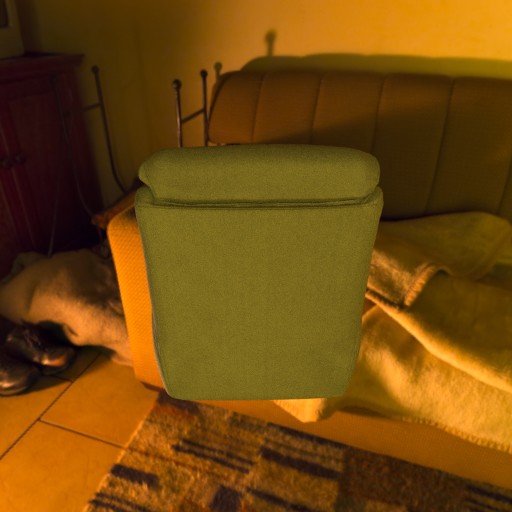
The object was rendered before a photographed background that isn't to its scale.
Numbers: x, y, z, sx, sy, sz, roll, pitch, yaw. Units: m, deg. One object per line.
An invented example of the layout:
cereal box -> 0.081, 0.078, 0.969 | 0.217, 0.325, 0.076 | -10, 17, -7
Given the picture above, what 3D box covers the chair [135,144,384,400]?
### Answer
chair -> 0.000, 0.000, 1.675 | 0.794, 1.016, 0.940 | -1, 29, -1
